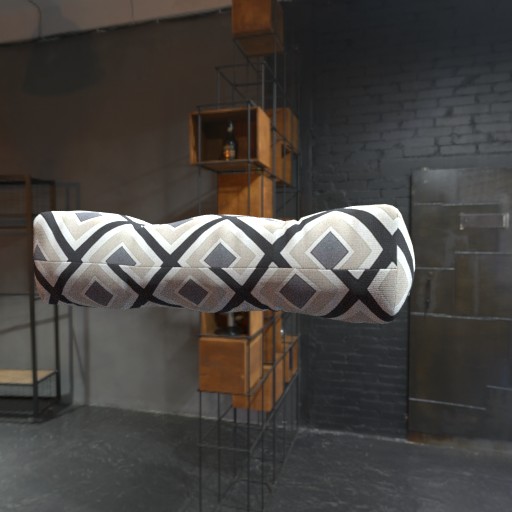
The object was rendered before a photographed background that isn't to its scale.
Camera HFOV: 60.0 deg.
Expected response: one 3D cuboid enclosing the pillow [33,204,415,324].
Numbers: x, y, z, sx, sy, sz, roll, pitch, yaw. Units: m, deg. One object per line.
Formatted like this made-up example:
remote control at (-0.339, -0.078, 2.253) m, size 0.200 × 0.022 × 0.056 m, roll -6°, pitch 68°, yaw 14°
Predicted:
pillow at (0.000, 0.000, 0.711) m, size 0.468 × 0.128 × 0.490 m, roll 1°, pitch 2°, yaw 18°
